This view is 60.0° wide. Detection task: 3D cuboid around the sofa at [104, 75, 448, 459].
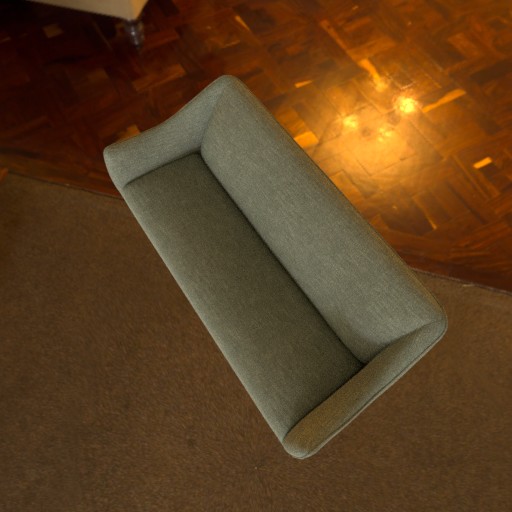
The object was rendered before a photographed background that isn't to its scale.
[{"bbox_3d":[0.000,0.000,2.436,0.867,0.829,1.928,-31,68,-14],"label":"sofa"}]
